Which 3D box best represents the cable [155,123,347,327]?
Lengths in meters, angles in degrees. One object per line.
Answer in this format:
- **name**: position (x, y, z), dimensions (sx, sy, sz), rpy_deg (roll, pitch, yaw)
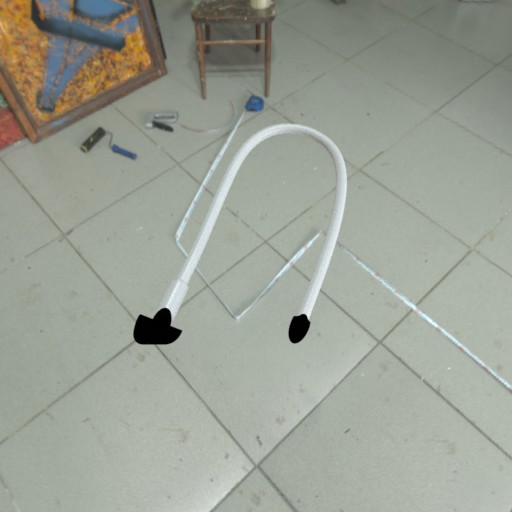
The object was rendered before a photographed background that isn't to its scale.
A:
- **cable**: position (0.000, 0.000, 0.110), dimensions (0.040, 0.006, 0.098), rpy_deg (15, 58, 10)
